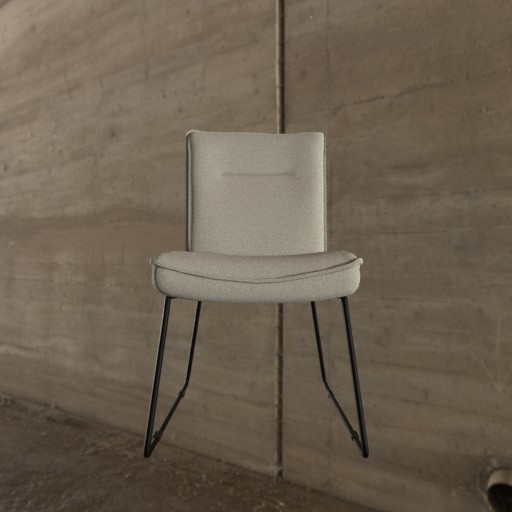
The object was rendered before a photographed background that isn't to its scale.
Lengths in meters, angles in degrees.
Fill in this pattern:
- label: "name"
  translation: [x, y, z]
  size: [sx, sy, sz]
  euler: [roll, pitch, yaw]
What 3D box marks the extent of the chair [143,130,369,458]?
- label: "chair"
  translation: [0.000, 0.000, 1.334]
  size: [0.515, 0.930, 0.688]
  euler: [0, 0, 0]
